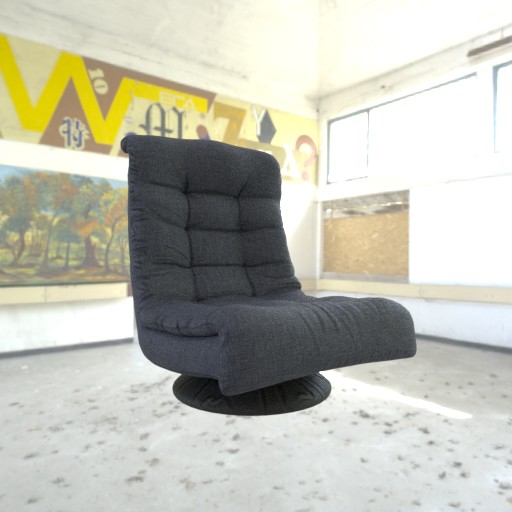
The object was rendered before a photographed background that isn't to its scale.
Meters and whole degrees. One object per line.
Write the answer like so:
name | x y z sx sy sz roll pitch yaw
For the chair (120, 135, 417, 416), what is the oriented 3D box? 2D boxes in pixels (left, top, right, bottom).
chair | 0.000 0.000 1.228 0.597 0.749 0.668 0 0 -37
